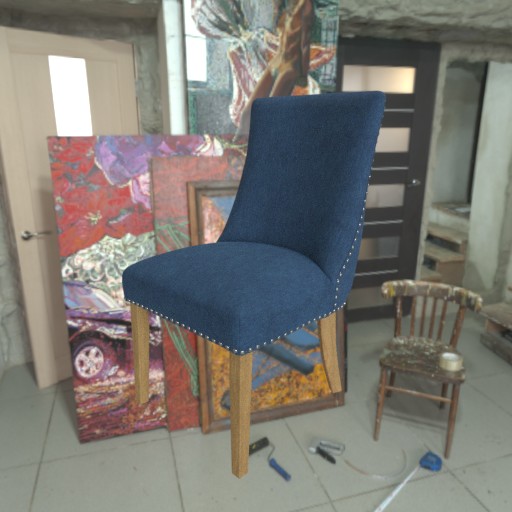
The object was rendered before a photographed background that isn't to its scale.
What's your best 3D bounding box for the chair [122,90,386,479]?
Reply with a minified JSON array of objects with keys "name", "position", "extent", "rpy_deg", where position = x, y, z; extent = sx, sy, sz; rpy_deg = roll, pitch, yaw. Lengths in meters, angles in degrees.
[{"name":"chair","position":[0.000,0.000,1.273],"extent":[0.495,0.902,0.610],"rpy_deg":[15,22,42]}]
